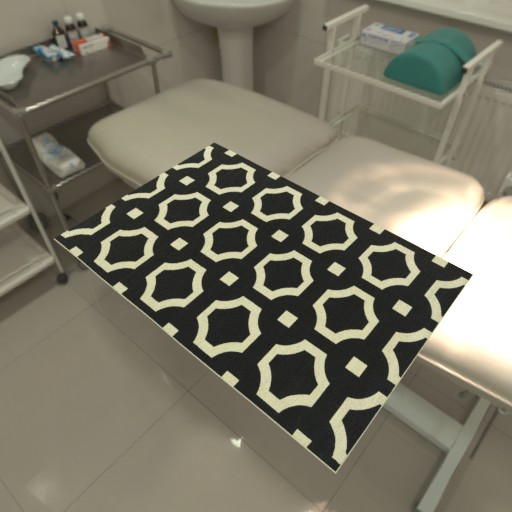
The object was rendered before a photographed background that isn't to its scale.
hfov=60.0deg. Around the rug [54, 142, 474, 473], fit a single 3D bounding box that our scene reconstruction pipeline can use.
[{"bbox_3d":[0.000,0.000,2.899,2.286,0.016,1.555,32,55,26],"label":"rug"}]
